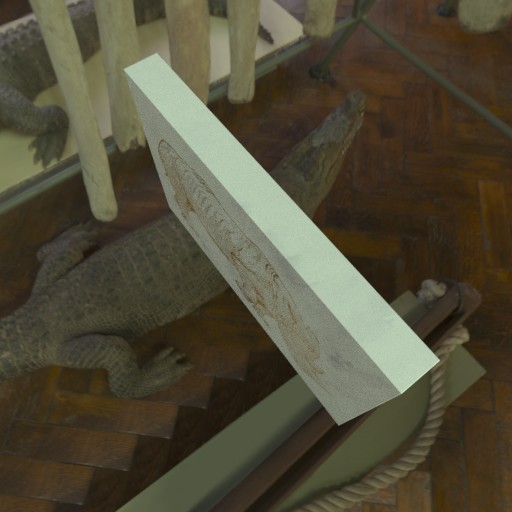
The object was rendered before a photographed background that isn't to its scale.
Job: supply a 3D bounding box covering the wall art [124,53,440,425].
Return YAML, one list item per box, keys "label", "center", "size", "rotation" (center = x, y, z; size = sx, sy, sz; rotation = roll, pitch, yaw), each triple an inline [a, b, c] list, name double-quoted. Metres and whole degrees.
- label: "wall art"
  center: [0.000, 0.000, 0.486]
  size: [0.038, 0.254, 0.381]
  rotation: [-34, 69, -15]
